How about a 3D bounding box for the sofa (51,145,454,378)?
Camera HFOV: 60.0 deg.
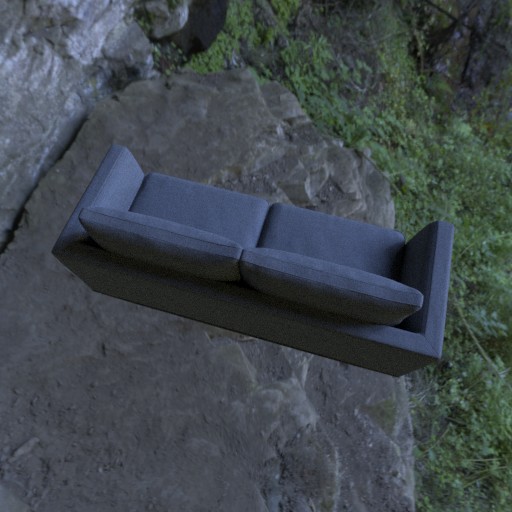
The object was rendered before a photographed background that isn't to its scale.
[{"bbox_3d":[0.000,0.000,2.790,2.212,1.002,0.869,14,63,7],"label":"sofa"}]
